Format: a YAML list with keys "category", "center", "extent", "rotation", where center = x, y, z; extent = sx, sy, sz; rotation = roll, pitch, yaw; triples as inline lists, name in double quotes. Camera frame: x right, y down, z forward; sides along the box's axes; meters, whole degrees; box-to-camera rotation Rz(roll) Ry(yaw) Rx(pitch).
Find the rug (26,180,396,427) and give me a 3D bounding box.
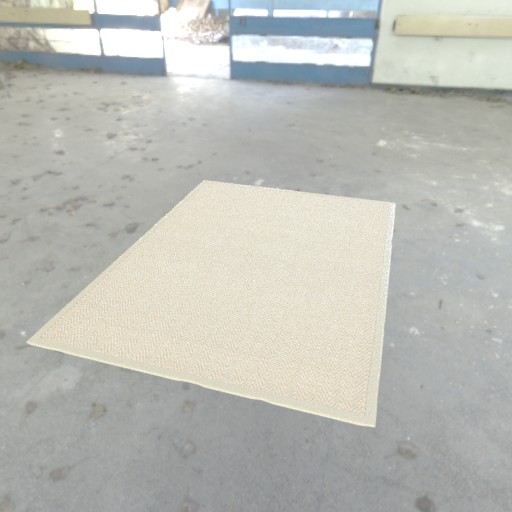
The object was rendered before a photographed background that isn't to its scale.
- category: "rug"
  center: [0.000, 0.000, 4.692]
  extent: [2.734, 0.037, 3.659]
  rotation: [9, 32, 15]
